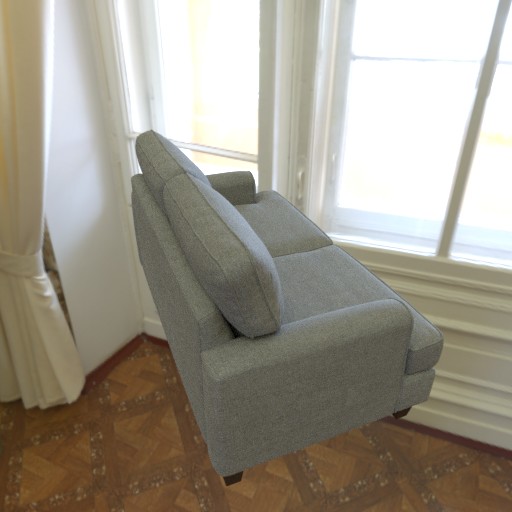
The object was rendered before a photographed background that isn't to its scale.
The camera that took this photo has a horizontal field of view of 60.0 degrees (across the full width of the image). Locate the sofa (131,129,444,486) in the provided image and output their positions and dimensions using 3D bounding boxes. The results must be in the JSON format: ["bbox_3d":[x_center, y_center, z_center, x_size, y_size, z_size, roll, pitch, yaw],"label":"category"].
[{"bbox_3d":[0.000,0.000,2.165,0.965,0.965,1.651,-12,32,-19],"label":"sofa"}]
